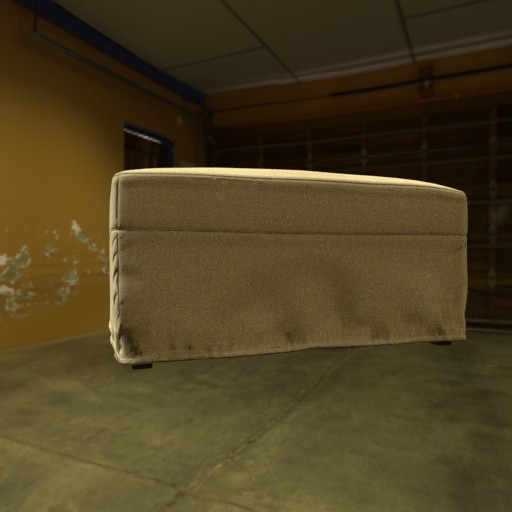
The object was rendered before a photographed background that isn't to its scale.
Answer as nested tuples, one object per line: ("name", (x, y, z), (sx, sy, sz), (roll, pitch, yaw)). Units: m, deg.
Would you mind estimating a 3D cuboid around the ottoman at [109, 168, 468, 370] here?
("ottoman", (0.000, 0.000, 1.331), (0.840, 0.436, 0.843), (0, 0, -18))
